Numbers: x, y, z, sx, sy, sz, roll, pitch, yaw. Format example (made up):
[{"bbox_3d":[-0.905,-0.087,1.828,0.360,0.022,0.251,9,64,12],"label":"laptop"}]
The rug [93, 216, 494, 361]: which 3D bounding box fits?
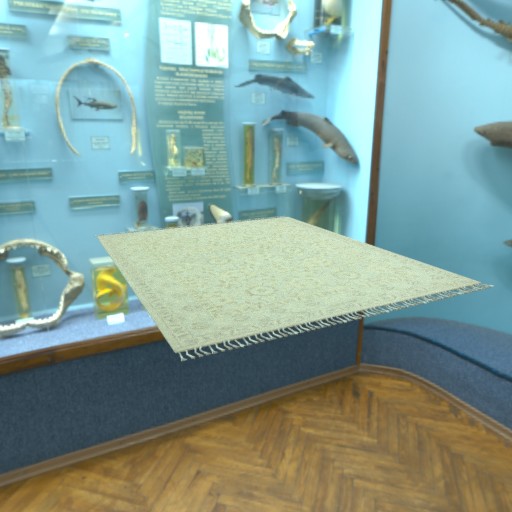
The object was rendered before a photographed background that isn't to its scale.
[{"bbox_3d":[0.000,0.000,4.051,2.444,0.013,3.043,-8,18,-26],"label":"rug"}]
